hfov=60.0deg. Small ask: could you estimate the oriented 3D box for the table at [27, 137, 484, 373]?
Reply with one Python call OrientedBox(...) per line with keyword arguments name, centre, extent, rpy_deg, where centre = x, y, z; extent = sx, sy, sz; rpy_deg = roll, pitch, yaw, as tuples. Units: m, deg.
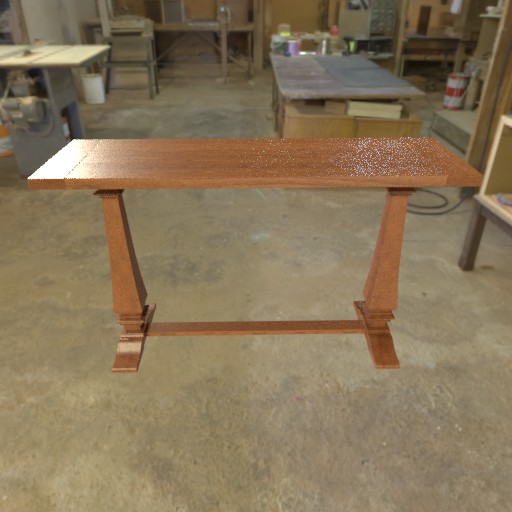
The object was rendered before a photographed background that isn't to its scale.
OrientedBox(name="table", centre=(0.000, 0.000, 1.839), extent=(1.478, 0.852, 0.461), rpy_deg=(-1, 30, -1))
